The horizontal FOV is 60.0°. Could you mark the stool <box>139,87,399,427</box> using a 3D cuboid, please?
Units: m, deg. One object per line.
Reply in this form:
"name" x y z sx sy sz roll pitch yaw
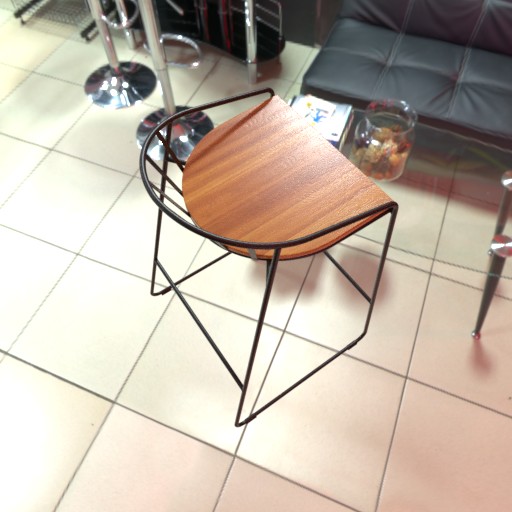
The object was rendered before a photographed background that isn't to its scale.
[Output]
"stool" 0.000 0.000 1.188 0.521 0.812 0.546 -31 63 -17
